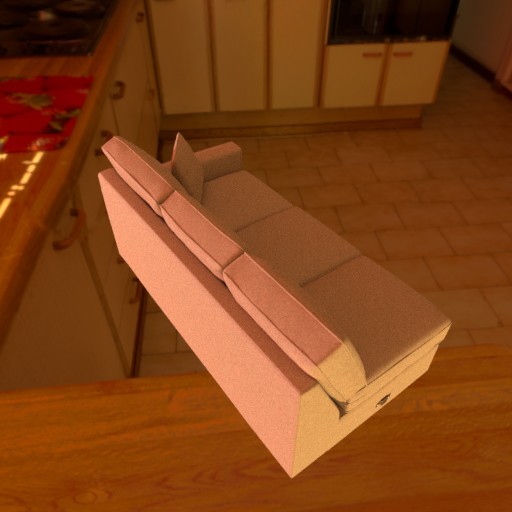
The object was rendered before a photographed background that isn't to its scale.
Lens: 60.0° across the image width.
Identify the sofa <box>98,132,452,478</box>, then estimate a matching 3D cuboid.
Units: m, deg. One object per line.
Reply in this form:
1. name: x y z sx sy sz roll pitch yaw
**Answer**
1. sofa: 0.000 0.000 2.544 1.034 0.946 1.963 -26 48 -26
